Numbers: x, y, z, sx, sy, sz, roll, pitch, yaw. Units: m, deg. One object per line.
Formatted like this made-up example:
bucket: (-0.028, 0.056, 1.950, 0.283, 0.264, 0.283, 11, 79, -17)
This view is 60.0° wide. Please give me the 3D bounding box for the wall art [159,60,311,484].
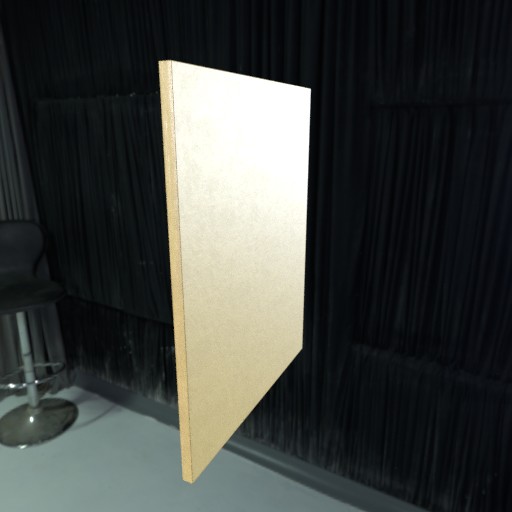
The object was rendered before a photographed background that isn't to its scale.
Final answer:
wall art: (0.000, 0.000, 1.343, 0.030, 1.002, 0.798, 8, 18, 25)
